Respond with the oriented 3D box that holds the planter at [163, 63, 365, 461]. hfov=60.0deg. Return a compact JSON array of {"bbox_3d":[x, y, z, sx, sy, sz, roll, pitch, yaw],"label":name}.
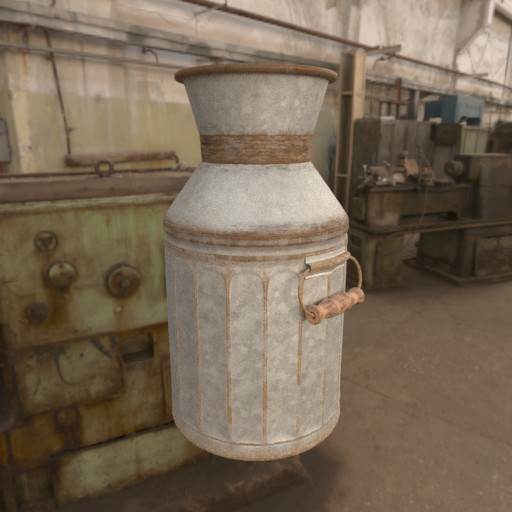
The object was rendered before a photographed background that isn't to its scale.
[{"bbox_3d":[0.000,0.000,0.520,0.245,0.396,0.214,15,22,43],"label":"planter"}]
